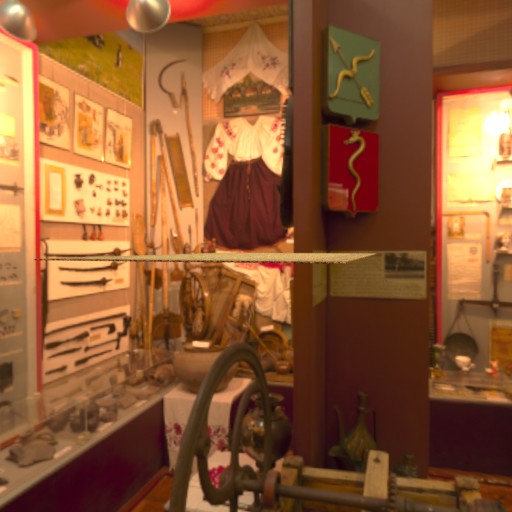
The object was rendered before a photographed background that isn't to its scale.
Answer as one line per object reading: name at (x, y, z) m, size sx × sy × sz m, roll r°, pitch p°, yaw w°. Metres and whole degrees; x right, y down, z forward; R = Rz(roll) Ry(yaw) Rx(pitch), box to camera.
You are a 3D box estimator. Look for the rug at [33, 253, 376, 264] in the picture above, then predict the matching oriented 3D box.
rug at (0.000, 0.000, 3.099) m, size 1.544 × 0.010 × 2.435 m, roll 0°, pitch 1°, yaw 18°
